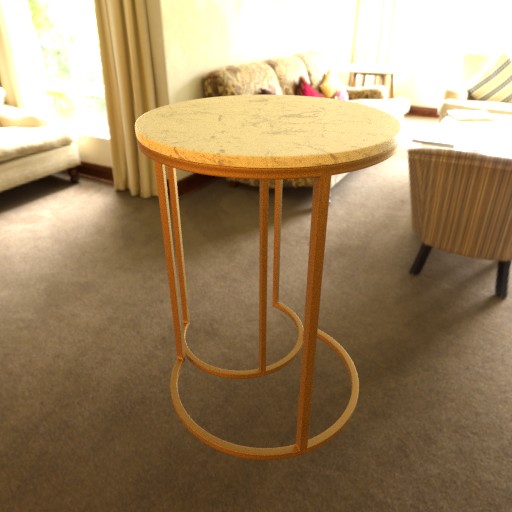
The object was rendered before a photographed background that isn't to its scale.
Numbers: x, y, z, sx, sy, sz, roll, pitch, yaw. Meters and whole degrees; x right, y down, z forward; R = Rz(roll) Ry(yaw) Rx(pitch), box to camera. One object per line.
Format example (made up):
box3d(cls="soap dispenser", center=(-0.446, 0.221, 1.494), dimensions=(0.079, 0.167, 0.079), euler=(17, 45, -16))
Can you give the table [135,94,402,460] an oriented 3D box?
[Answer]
box3d(cls="table", center=(0.000, 0.000, 0.867), dimensions=(0.400, 0.550, 0.507), euler=(-10, 31, -17))
